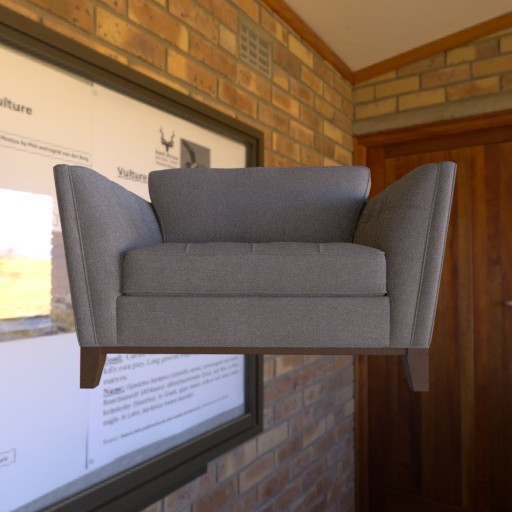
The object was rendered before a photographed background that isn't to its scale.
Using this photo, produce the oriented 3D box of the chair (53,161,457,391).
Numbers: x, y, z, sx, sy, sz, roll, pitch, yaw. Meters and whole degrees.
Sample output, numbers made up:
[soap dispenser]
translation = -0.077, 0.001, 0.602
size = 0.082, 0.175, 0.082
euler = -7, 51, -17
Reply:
[chair]
translation = 0.000, 0.000, 1.991
size = 1.396, 0.942, 0.965
euler = 0, -2, 2
